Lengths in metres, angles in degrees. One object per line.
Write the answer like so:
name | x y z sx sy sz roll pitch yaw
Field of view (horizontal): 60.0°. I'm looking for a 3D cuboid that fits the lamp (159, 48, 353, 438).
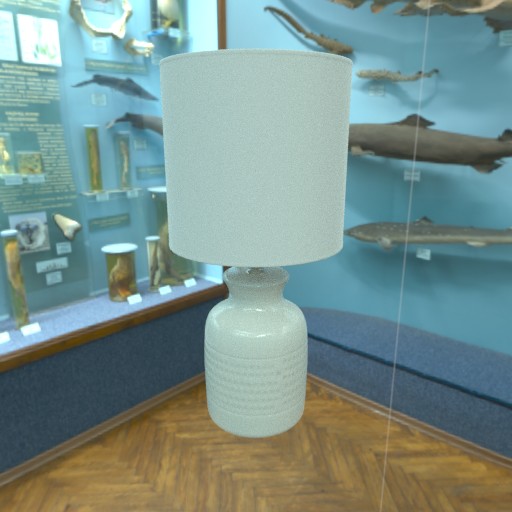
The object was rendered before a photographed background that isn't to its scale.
lamp | 0.000 0.000 0.492 0.188 0.392 0.188 15 22 42
